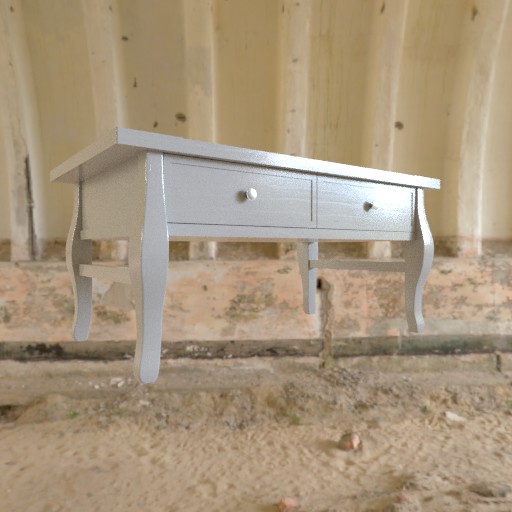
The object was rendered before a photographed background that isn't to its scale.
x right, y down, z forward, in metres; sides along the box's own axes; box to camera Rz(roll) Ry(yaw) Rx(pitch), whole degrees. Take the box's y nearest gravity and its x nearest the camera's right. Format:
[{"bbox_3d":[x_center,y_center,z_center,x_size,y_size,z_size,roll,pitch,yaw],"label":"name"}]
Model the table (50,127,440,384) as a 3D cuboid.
[{"bbox_3d":[0.000,0.000,1.372,1.062,0.495,0.600,-1,1,-36],"label":"table"}]
